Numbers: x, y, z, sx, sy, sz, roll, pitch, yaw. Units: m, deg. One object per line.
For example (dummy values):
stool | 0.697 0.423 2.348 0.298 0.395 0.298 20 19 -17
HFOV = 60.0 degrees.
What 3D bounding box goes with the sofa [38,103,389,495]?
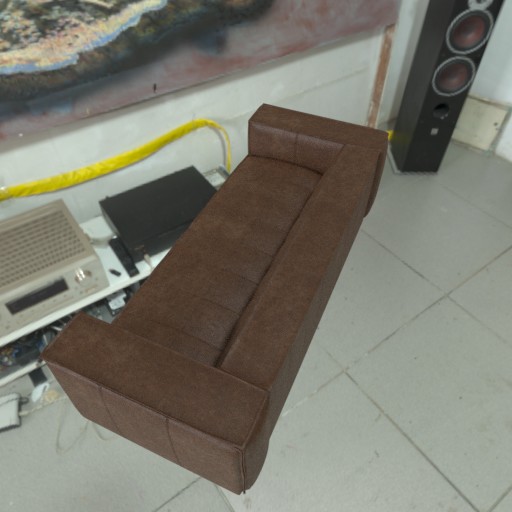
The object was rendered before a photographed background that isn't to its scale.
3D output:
sofa | 0.000 0.000 2.901 1.102 0.701 2.581 18 50 16
